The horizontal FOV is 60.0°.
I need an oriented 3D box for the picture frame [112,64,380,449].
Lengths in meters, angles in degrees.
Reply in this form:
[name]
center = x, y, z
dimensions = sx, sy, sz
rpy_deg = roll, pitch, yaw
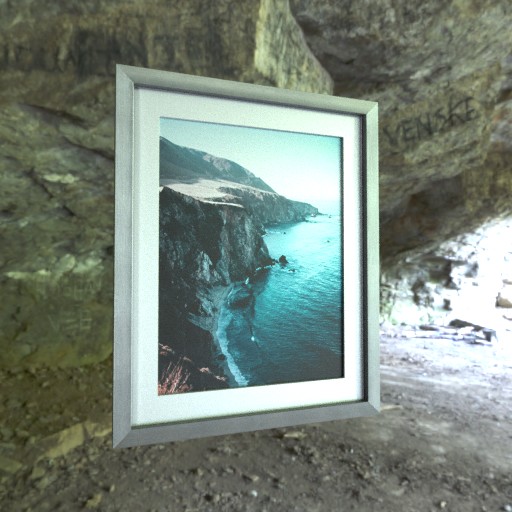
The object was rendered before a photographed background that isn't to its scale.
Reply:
[picture frame]
center = 0.000, 0.000, 0.735
dimensions = 0.449, 0.555, 0.046
rpy_deg = 1, -2, -20
